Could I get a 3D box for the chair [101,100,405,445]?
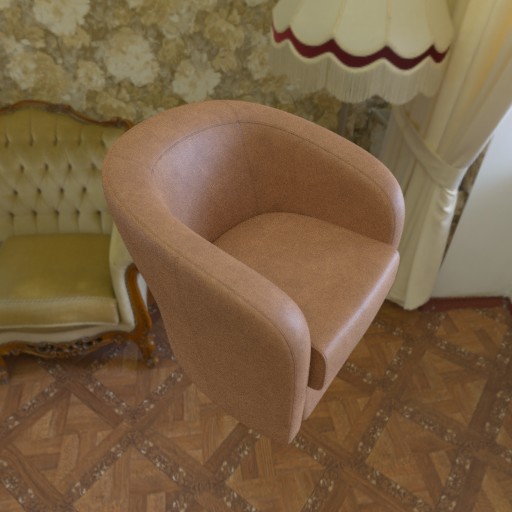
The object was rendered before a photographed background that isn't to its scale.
[{"bbox_3d":[0.000,0.000,1.452,0.815,0.771,0.791,25,46,26],"label":"chair"}]
